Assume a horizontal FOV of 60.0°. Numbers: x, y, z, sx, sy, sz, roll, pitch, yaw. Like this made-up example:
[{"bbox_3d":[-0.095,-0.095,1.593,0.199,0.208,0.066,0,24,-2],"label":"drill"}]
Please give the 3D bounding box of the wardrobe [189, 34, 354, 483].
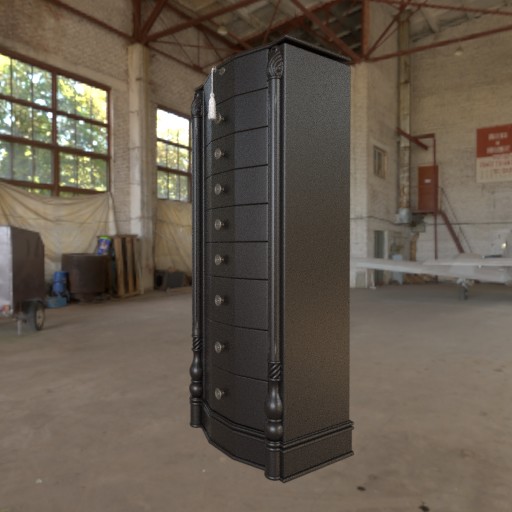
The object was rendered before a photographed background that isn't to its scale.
[{"bbox_3d":[0.000,0.000,1.212,0.295,1.011,0.444,-1,1,-36],"label":"wardrobe"}]
